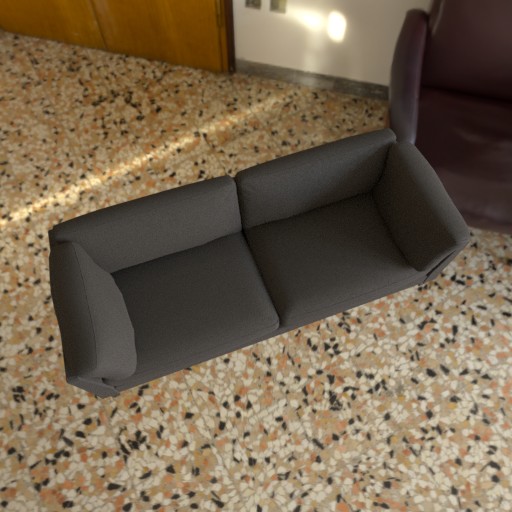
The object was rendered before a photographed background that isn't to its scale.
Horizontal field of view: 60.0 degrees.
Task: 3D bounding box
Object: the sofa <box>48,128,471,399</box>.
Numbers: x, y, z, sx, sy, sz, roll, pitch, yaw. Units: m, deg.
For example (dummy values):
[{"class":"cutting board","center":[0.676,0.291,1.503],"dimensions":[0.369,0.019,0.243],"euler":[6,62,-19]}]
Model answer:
[{"class":"sofa","center":[0.000,0.000,2.730],"dimensions":[2.312,0.792,0.969],"euler":[-18,64,-9]}]
